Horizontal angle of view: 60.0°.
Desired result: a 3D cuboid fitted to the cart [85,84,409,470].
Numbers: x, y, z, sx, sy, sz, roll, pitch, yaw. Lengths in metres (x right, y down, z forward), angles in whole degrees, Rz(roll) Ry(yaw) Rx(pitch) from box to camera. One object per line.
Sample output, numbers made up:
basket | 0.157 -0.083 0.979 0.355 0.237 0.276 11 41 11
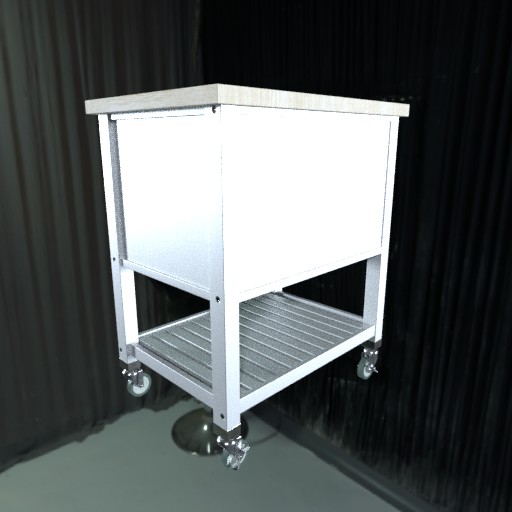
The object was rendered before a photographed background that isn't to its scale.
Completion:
cart | 0.000 0.000 1.395 0.762 0.914 0.559 -14 21 -43
